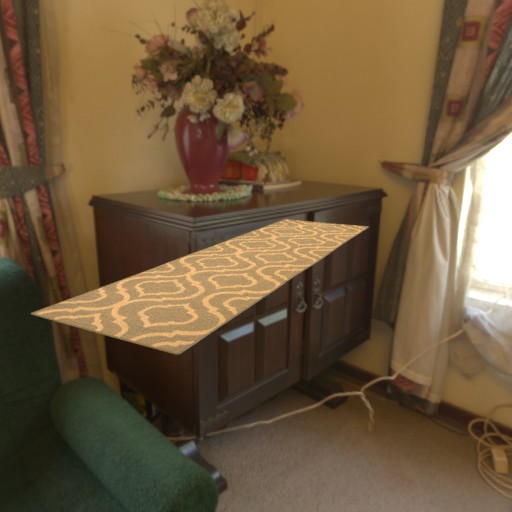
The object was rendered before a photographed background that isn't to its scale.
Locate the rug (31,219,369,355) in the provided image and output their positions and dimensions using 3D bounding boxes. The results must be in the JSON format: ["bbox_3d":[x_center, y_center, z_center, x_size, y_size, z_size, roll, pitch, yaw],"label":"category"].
[{"bbox_3d":[0.000,0.000,2.451,0.684,0.009,2.275,8,17,27],"label":"rug"}]
